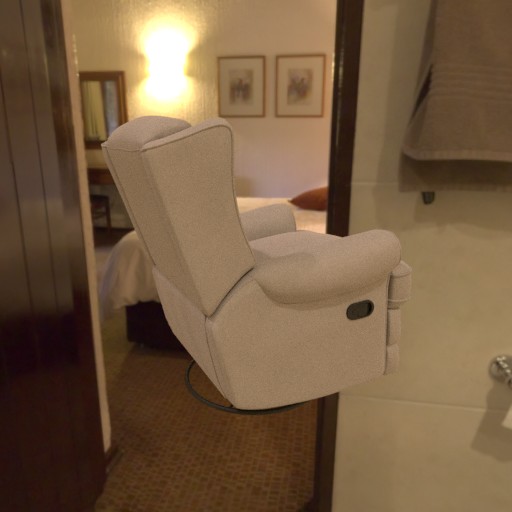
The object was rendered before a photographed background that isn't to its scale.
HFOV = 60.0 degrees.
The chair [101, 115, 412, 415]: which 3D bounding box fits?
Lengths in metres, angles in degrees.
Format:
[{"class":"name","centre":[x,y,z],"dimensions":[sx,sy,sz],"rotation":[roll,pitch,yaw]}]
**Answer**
[{"class":"chair","centre":[0.000,0.000,1.699],"dimensions":[0.969,1.011,0.847],"rotation":[-8,17,-26]}]
